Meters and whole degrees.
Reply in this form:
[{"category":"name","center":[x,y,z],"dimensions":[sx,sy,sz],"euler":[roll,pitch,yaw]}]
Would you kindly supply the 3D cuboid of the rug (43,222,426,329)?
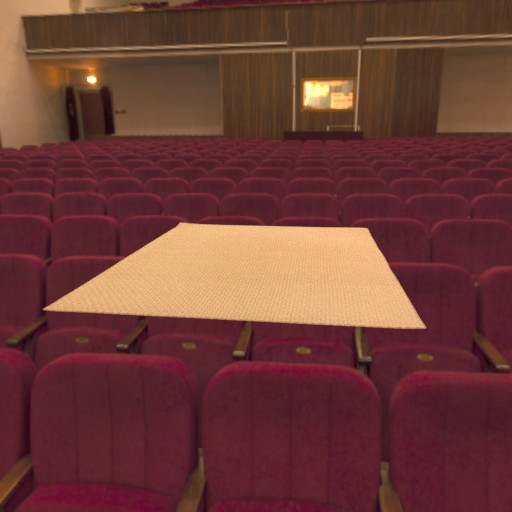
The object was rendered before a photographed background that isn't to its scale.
[{"category":"rug","center":[0.000,0.000,3.970],"dimensions":[2.277,0.035,2.897],"euler":[2,15,7]}]
